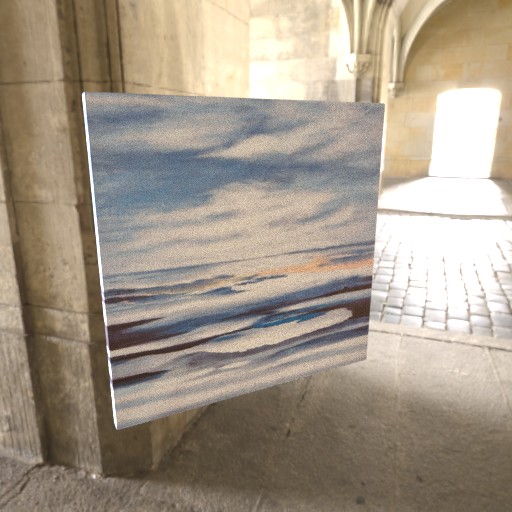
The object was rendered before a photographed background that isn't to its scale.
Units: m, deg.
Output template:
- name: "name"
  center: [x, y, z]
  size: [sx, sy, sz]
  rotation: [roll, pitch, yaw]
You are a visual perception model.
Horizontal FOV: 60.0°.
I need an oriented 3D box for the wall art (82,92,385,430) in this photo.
- name: "wall art"
  center: [0.000, 0.000, 1.115]
  size: [0.747, 0.747, 0.035]
  rotation: [-8, 17, -26]
